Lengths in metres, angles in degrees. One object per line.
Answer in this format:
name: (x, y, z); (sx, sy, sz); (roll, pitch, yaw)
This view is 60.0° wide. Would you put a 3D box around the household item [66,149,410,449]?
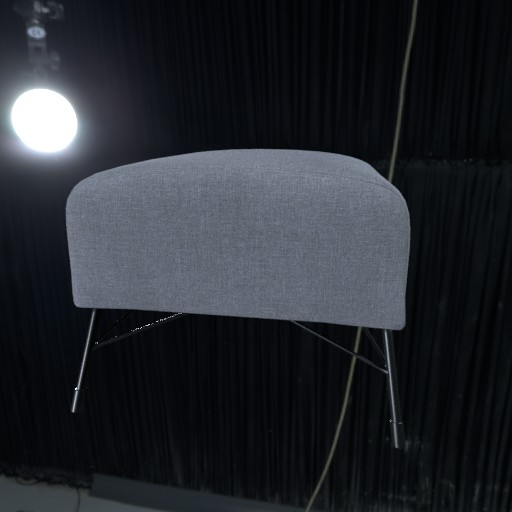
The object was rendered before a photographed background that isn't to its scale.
household item: (0.000, 0.000, 0.878); (0.530, 0.410, 0.530); (3, 15, 9)
